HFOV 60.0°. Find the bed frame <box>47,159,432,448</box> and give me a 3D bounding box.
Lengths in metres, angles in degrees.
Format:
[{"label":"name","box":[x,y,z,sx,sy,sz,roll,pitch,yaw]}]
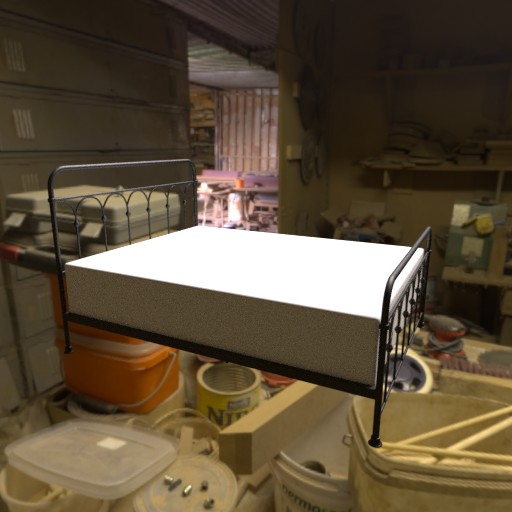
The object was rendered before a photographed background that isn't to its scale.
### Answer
[{"label":"bed frame","box":[0.000,0.000,3.168,2.203,1.276,1.664,7,16,26]}]
